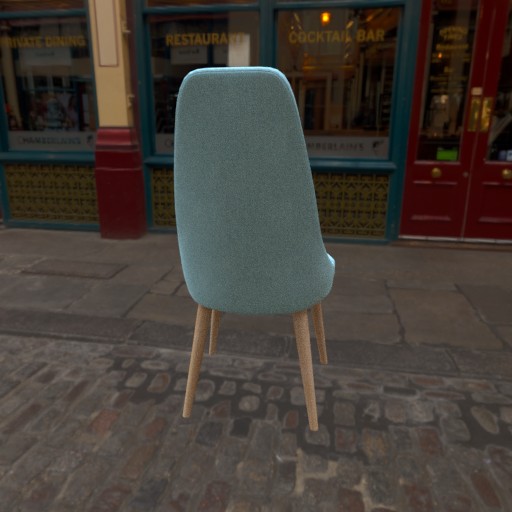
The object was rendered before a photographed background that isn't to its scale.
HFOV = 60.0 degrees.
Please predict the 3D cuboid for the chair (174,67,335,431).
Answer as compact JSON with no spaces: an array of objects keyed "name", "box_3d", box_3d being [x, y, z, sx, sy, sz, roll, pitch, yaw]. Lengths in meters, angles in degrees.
[{"name":"chair","box_3d":[0.000,0.000,1.421,0.510,1.040,0.660,2,16,9]}]
